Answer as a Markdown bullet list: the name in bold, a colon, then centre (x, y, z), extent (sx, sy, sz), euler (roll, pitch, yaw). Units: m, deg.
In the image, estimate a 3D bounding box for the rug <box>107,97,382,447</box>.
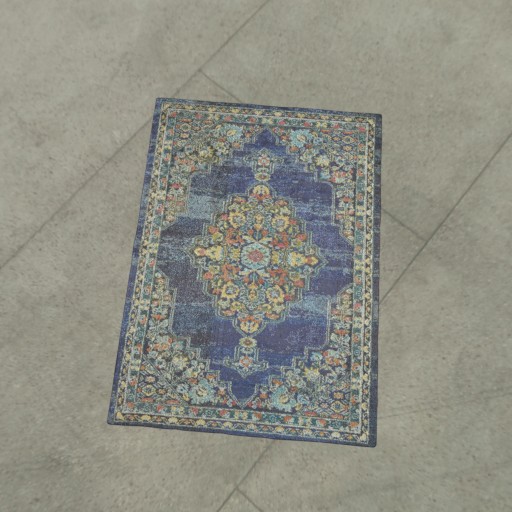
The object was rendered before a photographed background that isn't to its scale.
- **rug**: centre (0.000, 0.000, 2.918), extent (1.630, 0.009, 2.232), euler (5, 76, 1)
